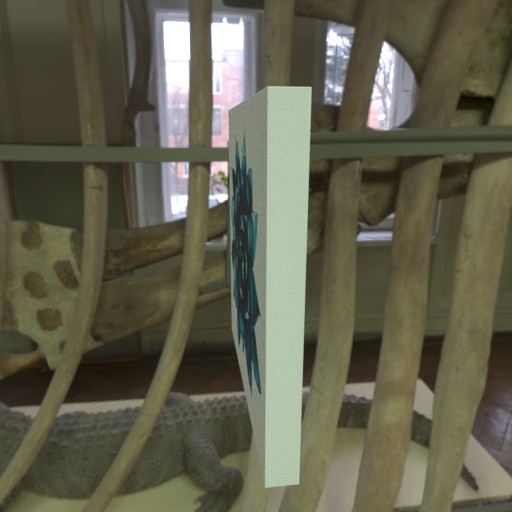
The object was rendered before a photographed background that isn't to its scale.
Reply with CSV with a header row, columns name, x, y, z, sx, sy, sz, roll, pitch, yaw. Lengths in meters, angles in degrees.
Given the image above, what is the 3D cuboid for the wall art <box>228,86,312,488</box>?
name,x,y,z,sx,sy,sz,roll,pitch,yaw
wall art,0.000,0.000,0.620,0.038,0.406,0.406,-2,16,-8
